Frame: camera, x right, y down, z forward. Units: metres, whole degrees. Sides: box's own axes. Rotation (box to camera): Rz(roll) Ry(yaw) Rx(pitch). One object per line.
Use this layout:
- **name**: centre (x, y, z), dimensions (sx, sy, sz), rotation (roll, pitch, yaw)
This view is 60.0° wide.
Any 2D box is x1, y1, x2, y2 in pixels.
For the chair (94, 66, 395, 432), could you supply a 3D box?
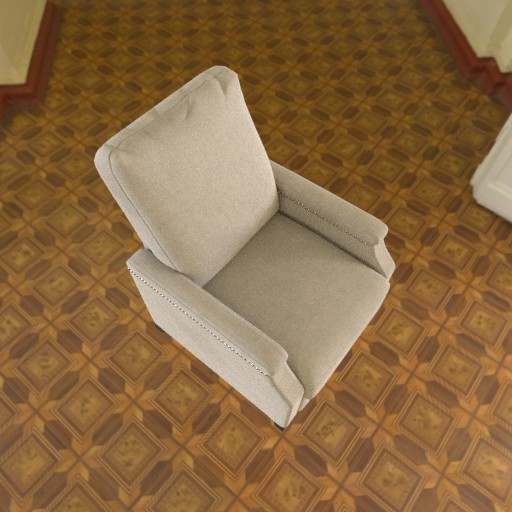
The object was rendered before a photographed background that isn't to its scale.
- **chair**: centre (0.000, 0.000, 1.667), dimensions (0.922, 1.049, 0.710), rotation (34, 64, 20)
